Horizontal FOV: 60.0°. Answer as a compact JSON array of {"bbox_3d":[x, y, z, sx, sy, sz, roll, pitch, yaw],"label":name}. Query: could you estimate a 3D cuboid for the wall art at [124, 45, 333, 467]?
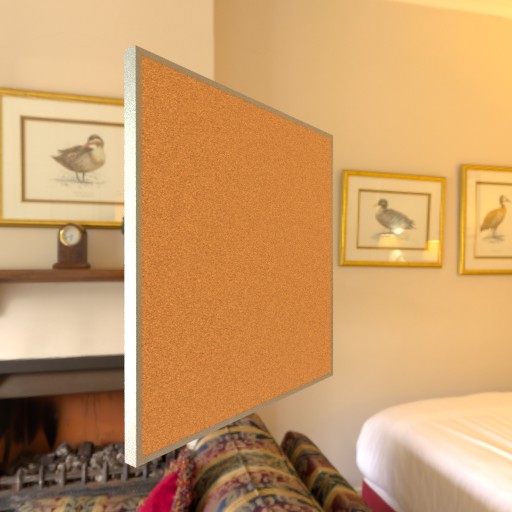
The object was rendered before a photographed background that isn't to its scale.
[{"bbox_3d":[0.000,0.000,1.180,0.038,0.807,0.809,0,0,37],"label":"wall art"}]
